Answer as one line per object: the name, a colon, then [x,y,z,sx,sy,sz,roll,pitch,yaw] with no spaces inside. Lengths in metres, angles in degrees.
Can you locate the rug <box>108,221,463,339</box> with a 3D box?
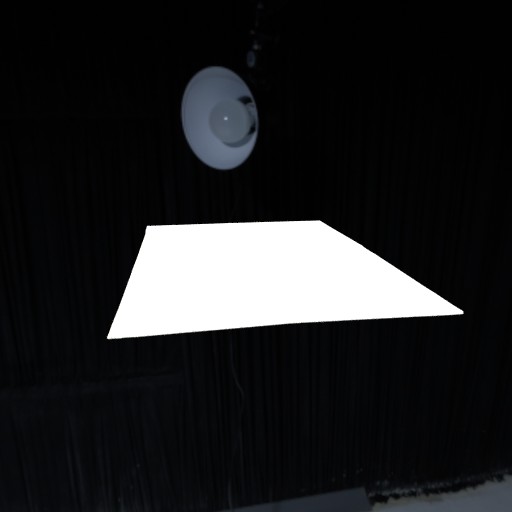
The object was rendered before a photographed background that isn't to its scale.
rug: [0.000,0.000,3.814,2.032,0.038,2.869,-2,16,-9]
